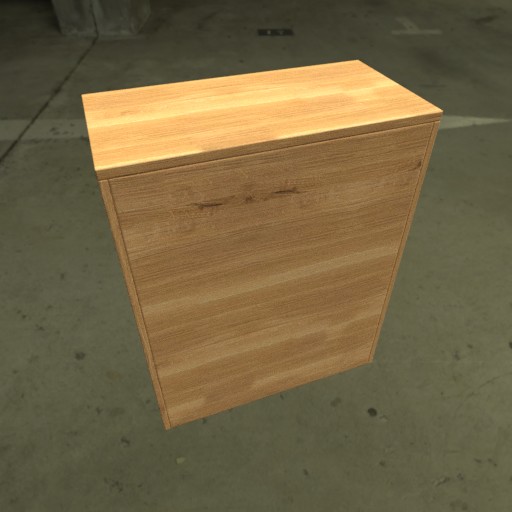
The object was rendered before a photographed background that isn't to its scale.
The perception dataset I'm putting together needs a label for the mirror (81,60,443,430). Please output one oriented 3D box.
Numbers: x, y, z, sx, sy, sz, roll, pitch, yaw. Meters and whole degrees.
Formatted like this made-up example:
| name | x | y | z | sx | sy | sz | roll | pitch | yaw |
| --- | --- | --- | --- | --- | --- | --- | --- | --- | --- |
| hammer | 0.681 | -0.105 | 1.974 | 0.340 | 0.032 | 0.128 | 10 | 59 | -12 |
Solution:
| name | x | y | z | sx | sy | sz | roll | pitch | yaw |
| --- | --- | --- | --- | --- | --- | --- | --- | --- | --- |
| mirror | 0.000 | 0.000 | 1.416 | 0.800 | 1.000 | 0.400 | -13 | 43 | -15 |
